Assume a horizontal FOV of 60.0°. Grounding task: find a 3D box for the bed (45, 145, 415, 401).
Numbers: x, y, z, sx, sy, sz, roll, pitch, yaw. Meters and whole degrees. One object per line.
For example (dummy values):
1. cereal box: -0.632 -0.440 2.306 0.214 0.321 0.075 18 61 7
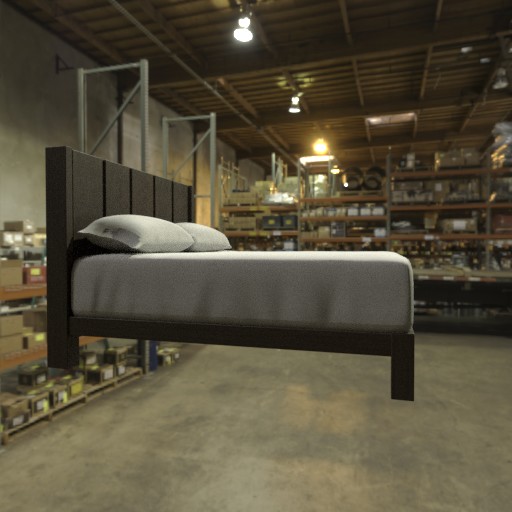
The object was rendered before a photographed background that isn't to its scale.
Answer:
1. bed: 0.000 0.000 3.086 1.992 1.261 1.735 0 1 16
